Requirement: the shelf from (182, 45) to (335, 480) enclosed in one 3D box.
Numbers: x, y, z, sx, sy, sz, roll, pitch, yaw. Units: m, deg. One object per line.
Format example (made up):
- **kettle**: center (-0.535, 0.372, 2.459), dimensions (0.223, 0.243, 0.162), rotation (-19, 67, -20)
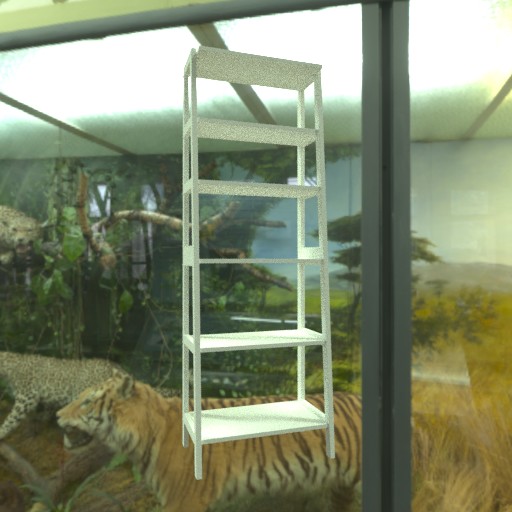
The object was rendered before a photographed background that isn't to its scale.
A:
- **shelf**: center (0.000, 0.000, 2.159), dimensions (0.660, 1.892, 0.381), rotation (0, 0, -18)
